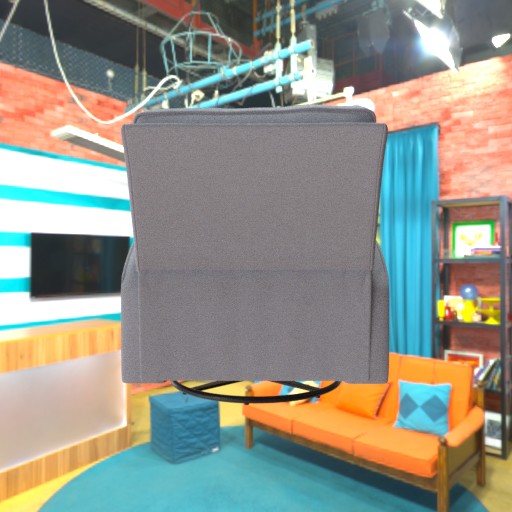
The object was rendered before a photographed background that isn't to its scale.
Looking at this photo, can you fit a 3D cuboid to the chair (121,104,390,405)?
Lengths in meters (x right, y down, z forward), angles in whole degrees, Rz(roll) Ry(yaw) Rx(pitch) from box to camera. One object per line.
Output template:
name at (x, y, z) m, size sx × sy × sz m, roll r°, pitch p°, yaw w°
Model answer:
chair at (0.000, 0.000, 1.697) m, size 0.861 × 0.964 × 0.969 m, roll 0°, pitch -1°, yaw 1°
